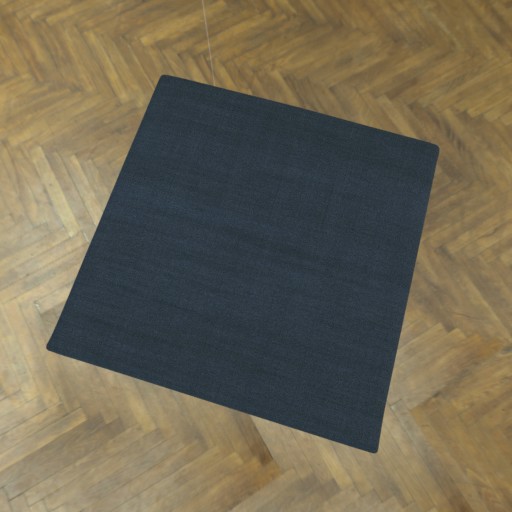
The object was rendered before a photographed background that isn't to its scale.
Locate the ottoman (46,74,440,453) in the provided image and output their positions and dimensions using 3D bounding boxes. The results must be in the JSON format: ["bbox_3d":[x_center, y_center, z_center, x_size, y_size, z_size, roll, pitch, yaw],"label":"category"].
[{"bbox_3d":[0.000,0.000,1.382,0.890,0.411,0.889,16,75,4],"label":"ottoman"}]
